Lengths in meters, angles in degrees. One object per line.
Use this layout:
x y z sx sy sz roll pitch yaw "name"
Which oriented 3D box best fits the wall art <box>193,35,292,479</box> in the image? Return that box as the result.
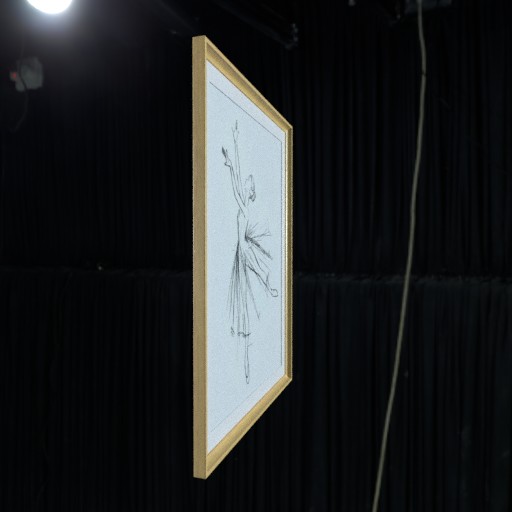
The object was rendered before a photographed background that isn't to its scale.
0.000 0.000 1.383 0.030 1.002 0.798 0 1 19 "wall art"
